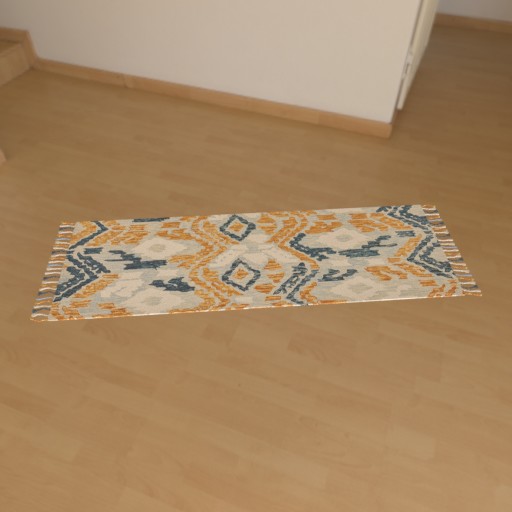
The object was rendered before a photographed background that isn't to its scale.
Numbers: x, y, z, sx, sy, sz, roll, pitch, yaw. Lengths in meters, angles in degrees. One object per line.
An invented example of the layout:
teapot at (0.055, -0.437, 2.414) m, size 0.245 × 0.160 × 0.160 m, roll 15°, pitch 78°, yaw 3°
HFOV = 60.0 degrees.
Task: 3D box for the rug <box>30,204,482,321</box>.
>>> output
rug at (0.000, 0.000, 2.630) m, size 2.437 × 0.010 × 0.783 m, roll -3°, pitch 47°, yaw -3°
